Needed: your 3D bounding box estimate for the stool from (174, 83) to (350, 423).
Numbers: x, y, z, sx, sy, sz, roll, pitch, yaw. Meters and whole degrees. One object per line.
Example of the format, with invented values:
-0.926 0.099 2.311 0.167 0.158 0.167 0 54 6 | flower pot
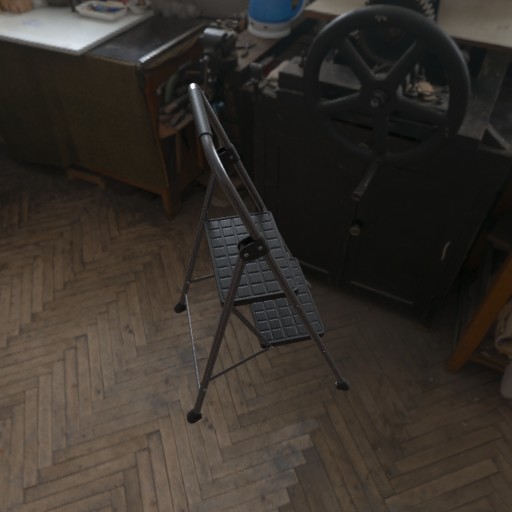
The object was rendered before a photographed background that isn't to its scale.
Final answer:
0.000 0.000 1.181 0.514 0.872 0.450 -9 47 -8 | stool
